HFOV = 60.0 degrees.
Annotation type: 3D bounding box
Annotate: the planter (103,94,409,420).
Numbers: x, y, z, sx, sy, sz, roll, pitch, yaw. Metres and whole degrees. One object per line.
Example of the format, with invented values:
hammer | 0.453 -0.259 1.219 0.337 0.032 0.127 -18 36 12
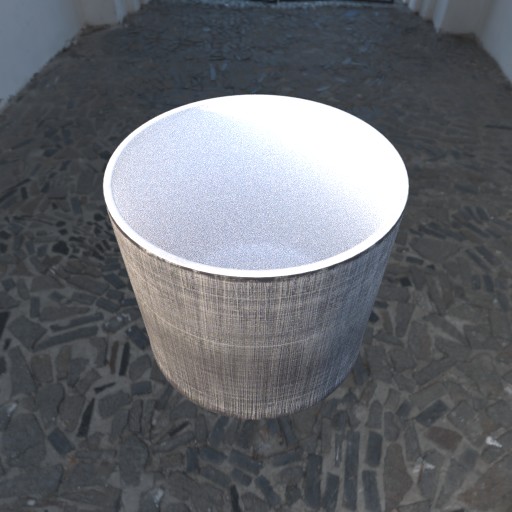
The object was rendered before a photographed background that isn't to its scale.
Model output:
planter | 0.000 0.000 0.321 0.178 0.157 0.178 0 46 0
